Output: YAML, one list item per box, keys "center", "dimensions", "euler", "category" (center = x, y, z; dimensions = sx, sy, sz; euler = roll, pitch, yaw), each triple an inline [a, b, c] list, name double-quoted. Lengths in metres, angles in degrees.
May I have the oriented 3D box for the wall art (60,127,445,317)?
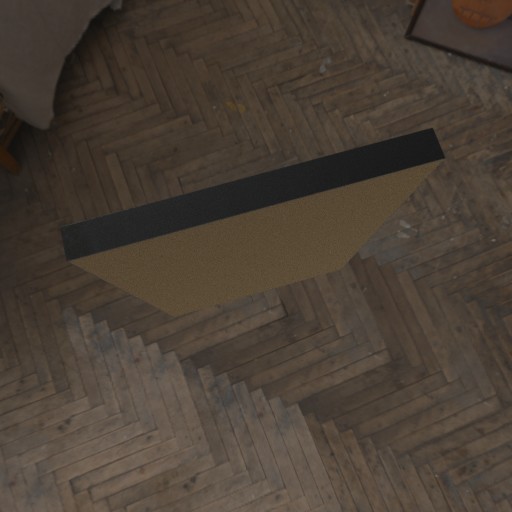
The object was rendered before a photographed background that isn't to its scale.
- center: [0.000, 0.000, 0.578]
  dimensions: [0.313, 0.457, 0.031]
  euler: [-16, 77, -4]
  category: "wall art"
